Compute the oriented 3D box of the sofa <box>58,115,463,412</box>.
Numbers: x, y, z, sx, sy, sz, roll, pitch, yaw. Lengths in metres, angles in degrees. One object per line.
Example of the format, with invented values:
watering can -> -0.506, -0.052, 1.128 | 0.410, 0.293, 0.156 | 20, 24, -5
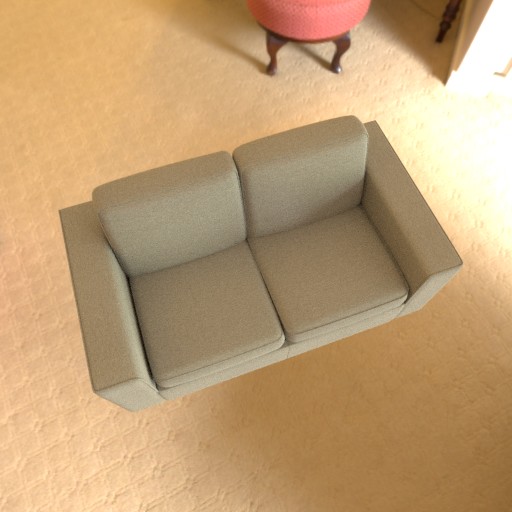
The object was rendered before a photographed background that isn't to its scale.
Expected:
sofa -> 0.000, 0.000, 2.396 | 1.812, 0.924, 1.007 | -18, 65, -8
